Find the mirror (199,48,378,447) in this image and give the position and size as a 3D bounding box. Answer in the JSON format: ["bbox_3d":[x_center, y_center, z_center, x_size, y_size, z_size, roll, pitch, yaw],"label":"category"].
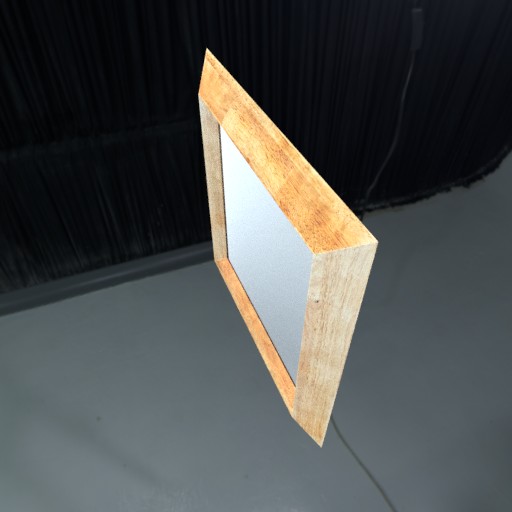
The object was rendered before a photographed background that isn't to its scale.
[{"bbox_3d":[0.000,0.000,0.974,0.047,0.651,0.651,-17,48,-16],"label":"mirror"}]
